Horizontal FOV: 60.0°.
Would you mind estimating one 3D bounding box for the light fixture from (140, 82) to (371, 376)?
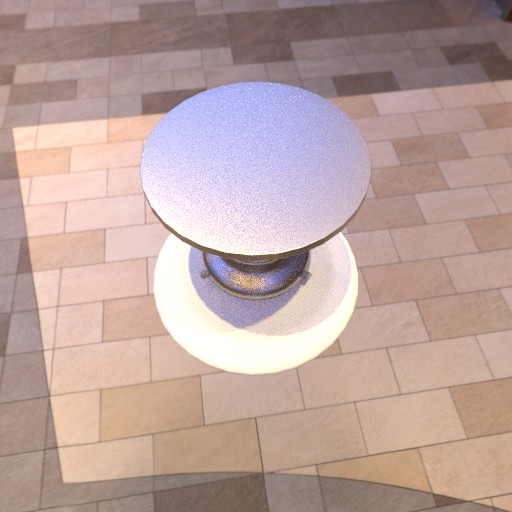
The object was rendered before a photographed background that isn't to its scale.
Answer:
[{"bbox_3d":[0.000,0.000,0.401,0.199,0.254,0.199,0,59,0],"label":"light fixture"}]
